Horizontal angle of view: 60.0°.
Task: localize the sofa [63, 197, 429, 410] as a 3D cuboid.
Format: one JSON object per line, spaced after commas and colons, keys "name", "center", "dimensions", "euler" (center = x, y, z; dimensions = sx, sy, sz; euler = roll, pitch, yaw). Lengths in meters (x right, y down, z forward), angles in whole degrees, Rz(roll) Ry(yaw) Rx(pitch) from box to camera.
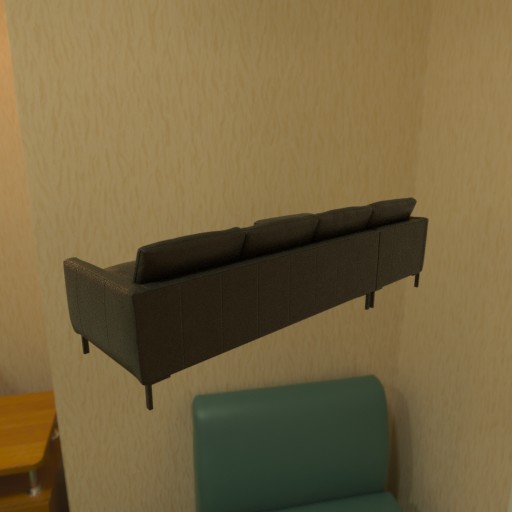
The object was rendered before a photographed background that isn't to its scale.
{"name": "sofa", "center": [0.000, 0.000, 3.630], "dimensions": [2.993, 0.859, 1.471], "euler": [-14, 20, -42]}
